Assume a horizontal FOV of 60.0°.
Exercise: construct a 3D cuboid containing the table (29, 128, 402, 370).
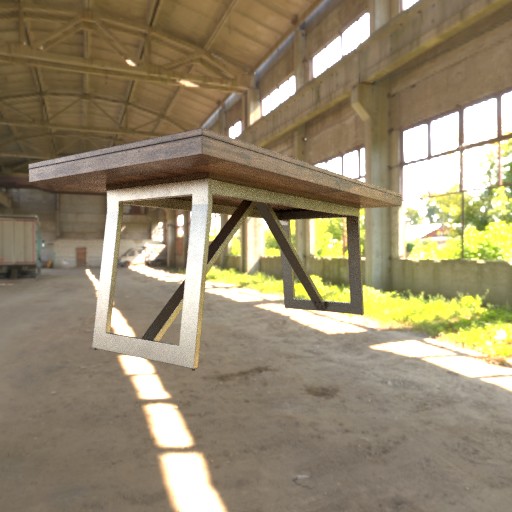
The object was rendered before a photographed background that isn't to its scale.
[{"bbox_3d":[0.000,0.000,2.291,0.931,0.757,1.867,1,1,35],"label":"table"}]
